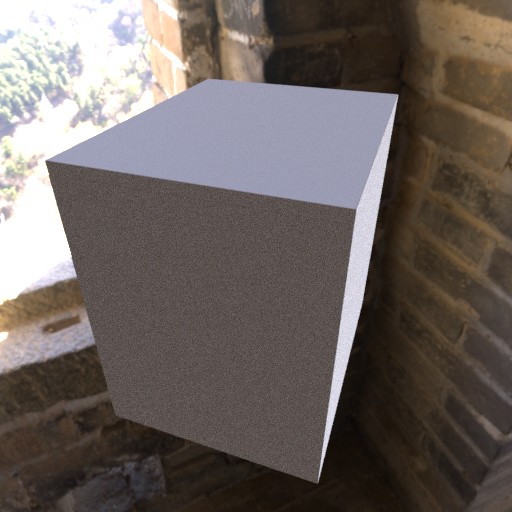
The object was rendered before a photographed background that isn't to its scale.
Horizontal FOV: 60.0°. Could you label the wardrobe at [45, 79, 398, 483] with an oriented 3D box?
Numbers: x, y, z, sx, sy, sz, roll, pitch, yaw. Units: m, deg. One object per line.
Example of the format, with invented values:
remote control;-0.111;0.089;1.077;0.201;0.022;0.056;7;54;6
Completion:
wardrobe;0.000;0.000;0.854;0.400;0.520;0.500;11;35;16
